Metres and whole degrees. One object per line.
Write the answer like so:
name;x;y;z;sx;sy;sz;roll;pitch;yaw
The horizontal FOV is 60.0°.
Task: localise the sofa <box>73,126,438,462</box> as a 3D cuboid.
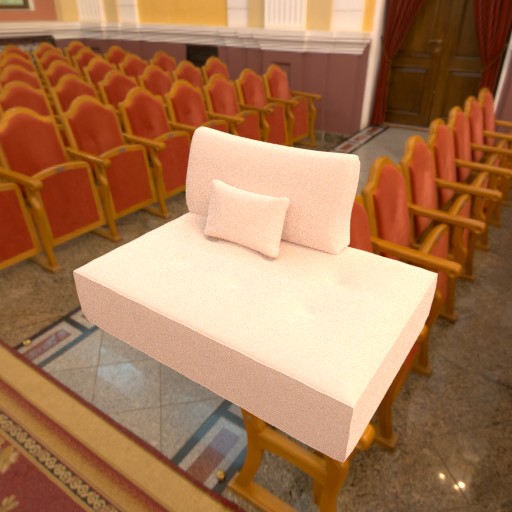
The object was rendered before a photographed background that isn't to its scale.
sofa;0.000;0.000;2.074;1.450;0.820;1.000;19;35;30
